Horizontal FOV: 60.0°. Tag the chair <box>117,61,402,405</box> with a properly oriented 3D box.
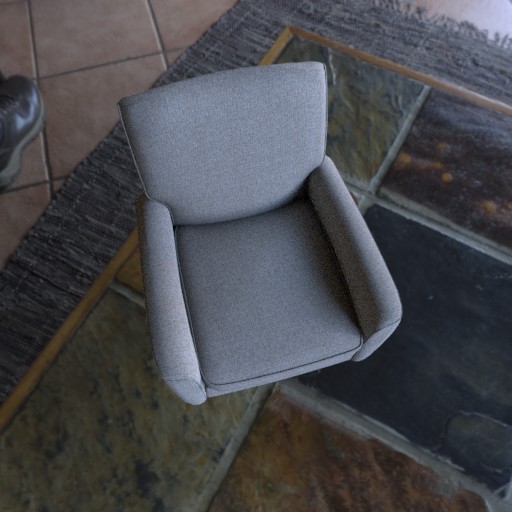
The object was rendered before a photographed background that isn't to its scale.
[{"bbox_3d":[0.000,0.000,1.651,0.848,1.014,0.864,-13,65,-6],"label":"chair"}]
